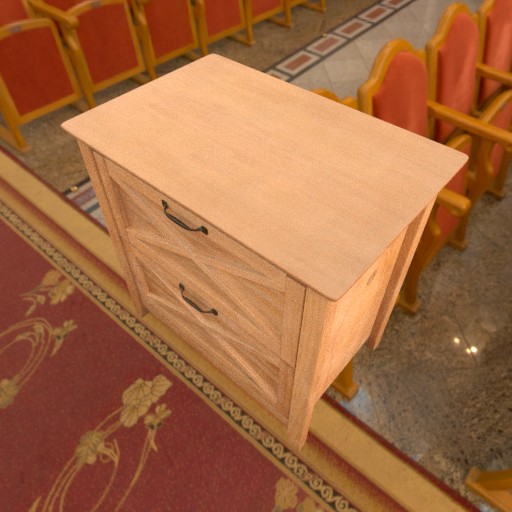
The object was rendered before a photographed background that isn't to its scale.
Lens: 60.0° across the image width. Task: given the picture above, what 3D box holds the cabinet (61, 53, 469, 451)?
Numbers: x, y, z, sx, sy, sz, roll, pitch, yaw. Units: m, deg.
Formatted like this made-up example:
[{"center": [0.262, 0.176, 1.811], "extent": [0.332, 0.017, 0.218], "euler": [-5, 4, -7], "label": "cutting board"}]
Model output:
[{"center": [0.000, 0.000, 1.254], "extent": [0.763, 0.762, 0.503], "euler": [33, 56, 26], "label": "cabinet"}]
